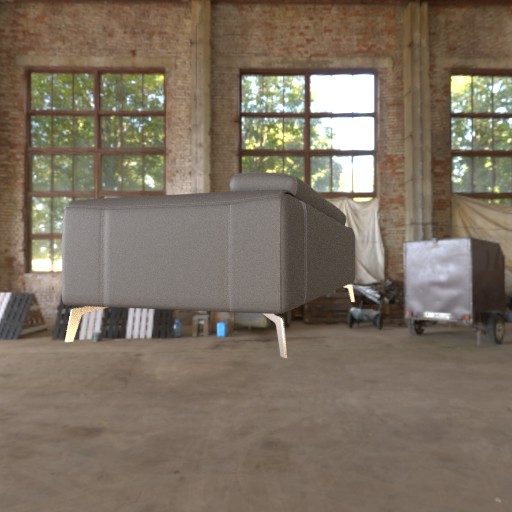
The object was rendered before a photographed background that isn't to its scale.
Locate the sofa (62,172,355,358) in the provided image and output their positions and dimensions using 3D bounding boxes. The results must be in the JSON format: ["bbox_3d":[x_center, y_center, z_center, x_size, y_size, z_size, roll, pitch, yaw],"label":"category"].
[{"bbox_3d":[0.000,0.000,2.830,1.023,0.759,2.321,0,-1,19],"label":"sofa"}]
